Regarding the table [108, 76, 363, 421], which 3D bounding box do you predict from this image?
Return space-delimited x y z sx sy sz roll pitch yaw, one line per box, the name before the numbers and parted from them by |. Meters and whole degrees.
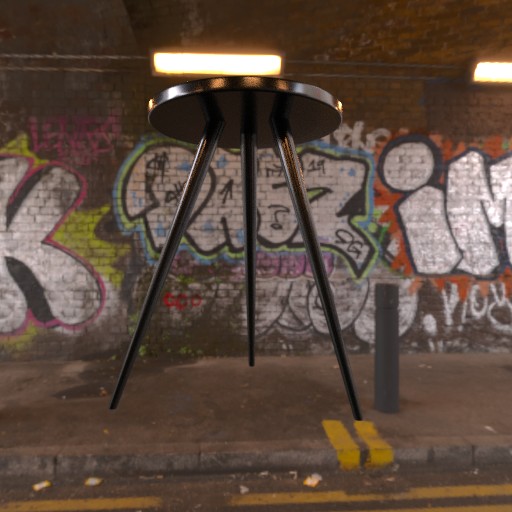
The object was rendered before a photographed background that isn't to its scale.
table | 0.000 0.000 0.847 0.415 0.548 0.403 0 0 36
